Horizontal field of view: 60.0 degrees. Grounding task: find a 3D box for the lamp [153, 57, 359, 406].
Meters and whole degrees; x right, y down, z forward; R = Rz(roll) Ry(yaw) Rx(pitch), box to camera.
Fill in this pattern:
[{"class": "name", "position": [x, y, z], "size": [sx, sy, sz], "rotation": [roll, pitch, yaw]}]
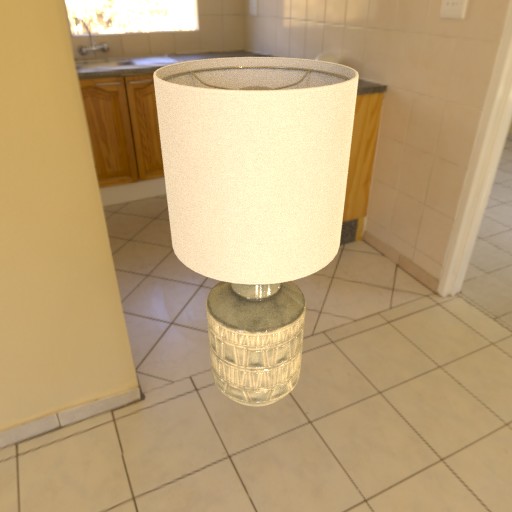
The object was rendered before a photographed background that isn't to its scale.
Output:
[{"class": "lamp", "position": [0.000, 0.000, 0.582], "size": [0.211, 0.455, 0.211], "rotation": [-21, 37, -30]}]
